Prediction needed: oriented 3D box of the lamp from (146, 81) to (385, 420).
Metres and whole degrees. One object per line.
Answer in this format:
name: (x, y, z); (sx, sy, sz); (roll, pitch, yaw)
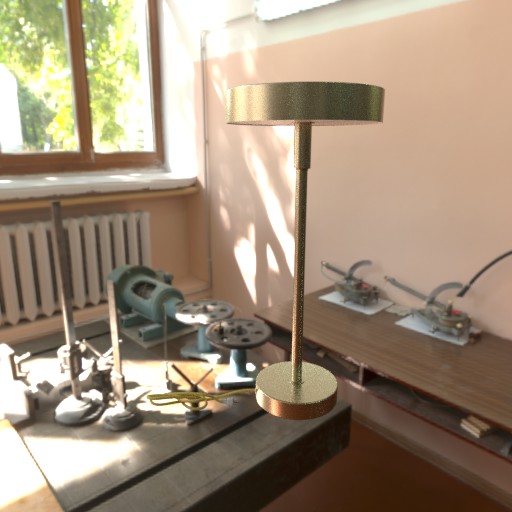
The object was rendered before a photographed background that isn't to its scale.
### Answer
lamp: (0.000, 0.000, 0.699); (0.369, 0.508, 0.229); (-2, 15, -7)
